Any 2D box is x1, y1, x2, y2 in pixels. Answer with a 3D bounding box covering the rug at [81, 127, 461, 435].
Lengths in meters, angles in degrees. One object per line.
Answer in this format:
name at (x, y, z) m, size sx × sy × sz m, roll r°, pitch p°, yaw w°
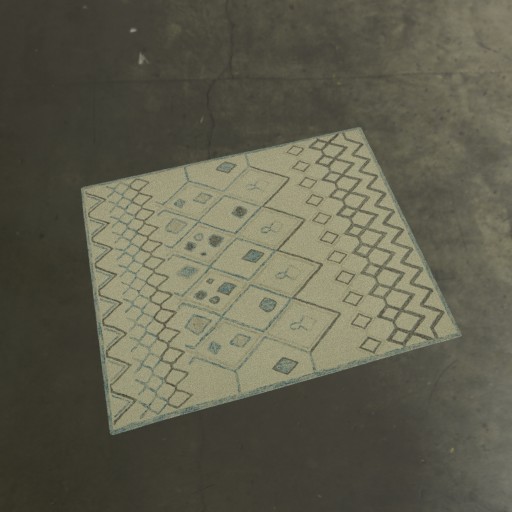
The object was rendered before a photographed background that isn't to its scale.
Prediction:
rug at (0.000, 0.000, 4.199) m, size 3.056 × 0.013 × 2.441 m, roll -14°, pitch 65°, yaw -7°
